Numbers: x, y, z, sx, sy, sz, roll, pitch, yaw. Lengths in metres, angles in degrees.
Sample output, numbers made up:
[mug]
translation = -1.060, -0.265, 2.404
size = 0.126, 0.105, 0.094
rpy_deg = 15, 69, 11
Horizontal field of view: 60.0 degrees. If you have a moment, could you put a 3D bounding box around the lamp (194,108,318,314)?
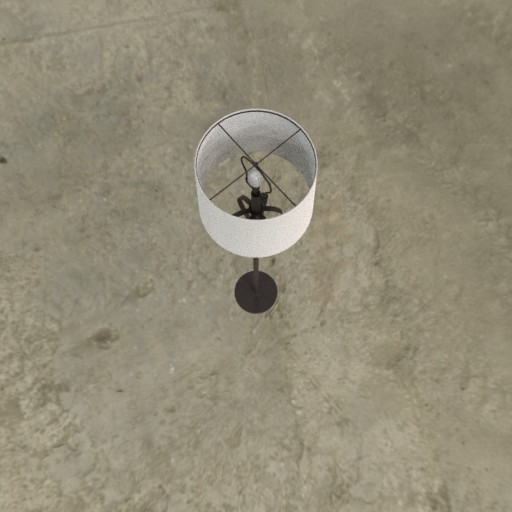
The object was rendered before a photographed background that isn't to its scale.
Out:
[lamp]
translation = 0.000, 0.000, 1.609
size = 0.286, 1.462, 0.286
rpy_deg = 19, 76, 5
